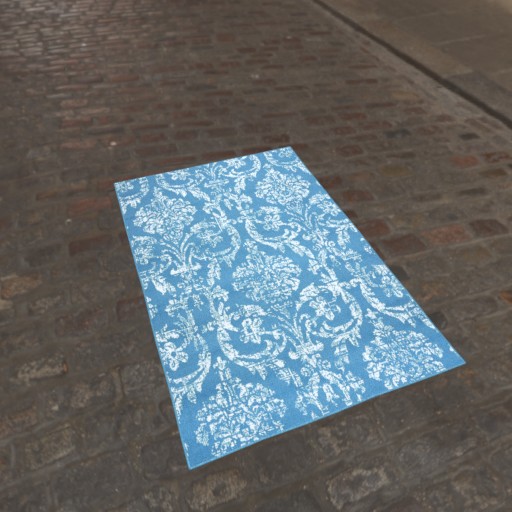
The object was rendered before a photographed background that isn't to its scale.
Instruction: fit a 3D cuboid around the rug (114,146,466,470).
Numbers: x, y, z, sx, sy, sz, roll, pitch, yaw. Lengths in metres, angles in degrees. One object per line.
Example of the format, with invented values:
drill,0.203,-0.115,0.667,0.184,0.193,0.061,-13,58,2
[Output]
rug,0.000,0.000,2.330,1.211,0.012,1.833,-15,47,-15
